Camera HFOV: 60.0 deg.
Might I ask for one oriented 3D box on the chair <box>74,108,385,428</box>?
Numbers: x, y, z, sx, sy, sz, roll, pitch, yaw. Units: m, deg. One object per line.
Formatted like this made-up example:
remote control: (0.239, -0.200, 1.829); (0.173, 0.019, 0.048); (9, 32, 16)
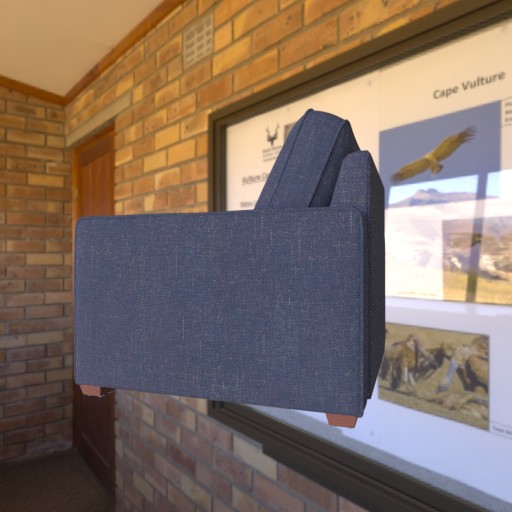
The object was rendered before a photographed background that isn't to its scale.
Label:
chair: (0.000, 0.000, 1.750); (0.940, 0.919, 1.017); (0, 0, 19)
